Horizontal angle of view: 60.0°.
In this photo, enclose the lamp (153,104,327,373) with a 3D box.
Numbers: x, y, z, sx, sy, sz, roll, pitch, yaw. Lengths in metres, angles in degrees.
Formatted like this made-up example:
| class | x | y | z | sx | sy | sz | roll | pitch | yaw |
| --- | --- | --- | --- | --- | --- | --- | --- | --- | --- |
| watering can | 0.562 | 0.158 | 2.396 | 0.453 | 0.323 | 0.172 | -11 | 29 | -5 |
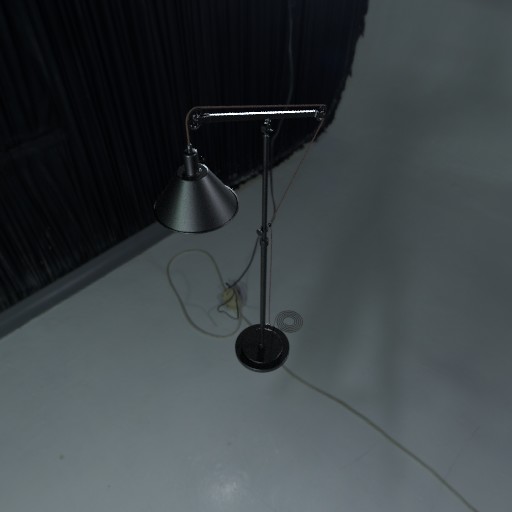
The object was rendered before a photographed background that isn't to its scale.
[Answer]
| class | x | y | z | sx | sy | sz | roll | pitch | yaw |
| --- | --- | --- | --- | --- | --- | --- | --- | --- | --- |
| lamp | 0.000 | 0.000 | 2.004 | 0.319 | 1.626 | 0.904 | 32 | 53 | 28 |
